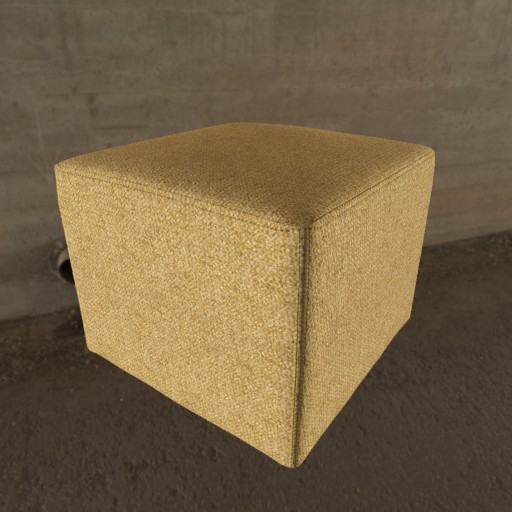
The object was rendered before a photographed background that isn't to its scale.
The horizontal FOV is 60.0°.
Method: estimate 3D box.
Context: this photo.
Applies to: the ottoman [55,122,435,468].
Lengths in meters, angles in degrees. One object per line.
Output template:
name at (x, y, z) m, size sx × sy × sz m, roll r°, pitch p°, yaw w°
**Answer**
ottoman at (0.000, 0.000, 0.871) m, size 0.505 × 0.441 × 0.512 m, roll 17°, pitch 31°, yaw 32°
